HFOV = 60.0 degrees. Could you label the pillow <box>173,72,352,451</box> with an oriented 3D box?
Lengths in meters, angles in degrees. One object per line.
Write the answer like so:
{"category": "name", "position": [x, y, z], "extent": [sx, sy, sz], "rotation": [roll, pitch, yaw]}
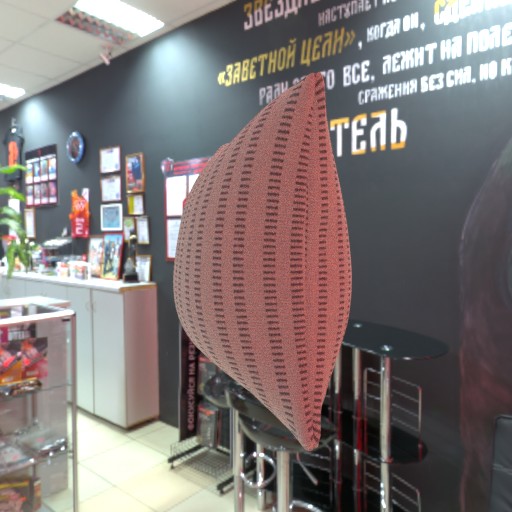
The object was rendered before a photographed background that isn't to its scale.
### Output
{"category": "pillow", "position": [0.000, 0.000, 0.690], "extent": [0.247, 0.419, 0.438], "rotation": [-1, 3, -17]}
